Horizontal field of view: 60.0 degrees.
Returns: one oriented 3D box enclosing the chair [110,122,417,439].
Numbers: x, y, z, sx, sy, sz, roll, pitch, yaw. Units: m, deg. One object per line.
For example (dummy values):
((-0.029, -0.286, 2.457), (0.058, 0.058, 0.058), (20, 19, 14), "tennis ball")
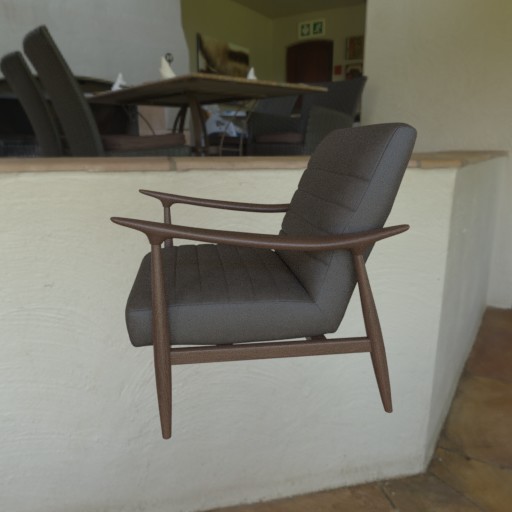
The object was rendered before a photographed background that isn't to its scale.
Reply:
((0.000, 0.000, 1.463), (0.798, 0.831, 0.741), (-2, 14, -8), "chair")
